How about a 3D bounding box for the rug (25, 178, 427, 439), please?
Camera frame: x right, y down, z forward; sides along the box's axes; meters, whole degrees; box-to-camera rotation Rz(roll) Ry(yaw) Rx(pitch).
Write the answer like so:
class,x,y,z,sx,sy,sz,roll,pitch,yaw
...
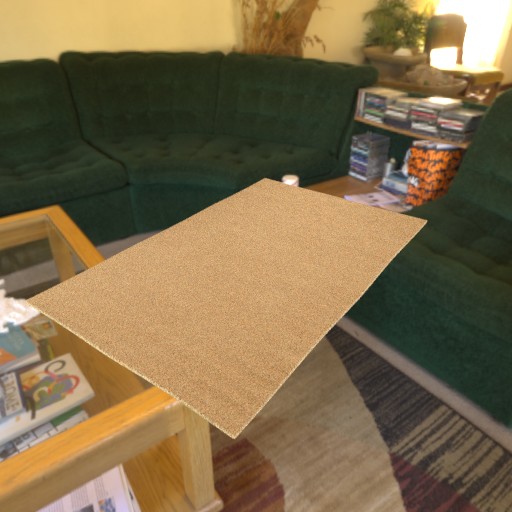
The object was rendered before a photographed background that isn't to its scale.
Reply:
class,x,y,z,sx,sy,sz,roll,pitch,yaw
rug,0.000,0.000,2.926,1.500,0.025,2.346,21,37,30
